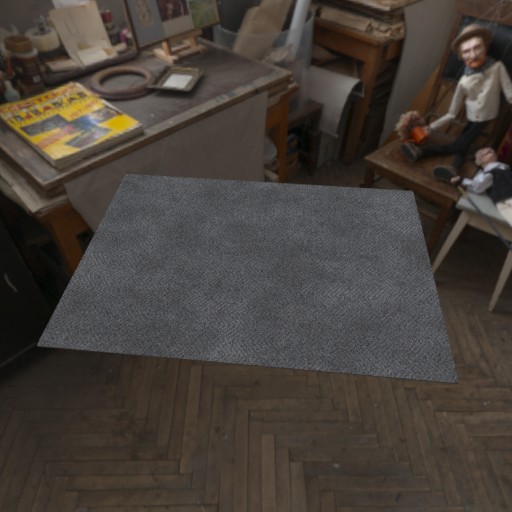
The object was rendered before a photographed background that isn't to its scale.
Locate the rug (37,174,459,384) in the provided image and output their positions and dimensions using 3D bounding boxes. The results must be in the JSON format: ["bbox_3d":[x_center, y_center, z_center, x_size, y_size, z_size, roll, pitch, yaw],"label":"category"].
[{"bbox_3d":[0.000,0.000,2.886,2.235,0.008,1.600,4,46,4],"label":"rug"}]
